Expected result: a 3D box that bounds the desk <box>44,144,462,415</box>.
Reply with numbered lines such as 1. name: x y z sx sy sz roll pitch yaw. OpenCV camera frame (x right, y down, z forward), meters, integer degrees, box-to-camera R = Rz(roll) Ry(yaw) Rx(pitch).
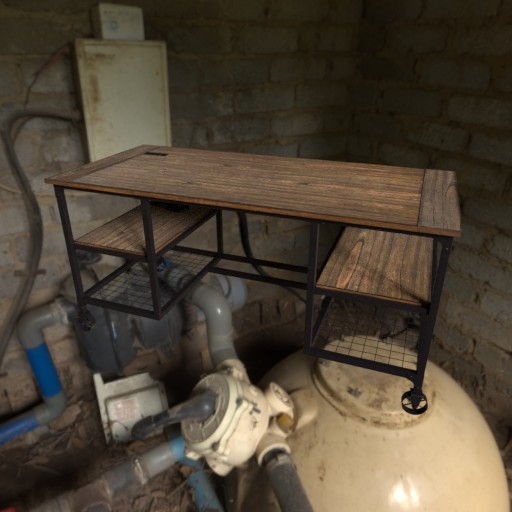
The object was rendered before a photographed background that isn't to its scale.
1. desk: 0.000 0.000 2.004 1.590 0.751 0.711 9 27 19
